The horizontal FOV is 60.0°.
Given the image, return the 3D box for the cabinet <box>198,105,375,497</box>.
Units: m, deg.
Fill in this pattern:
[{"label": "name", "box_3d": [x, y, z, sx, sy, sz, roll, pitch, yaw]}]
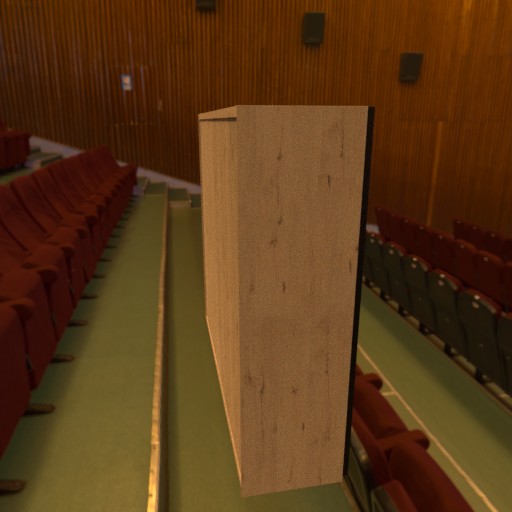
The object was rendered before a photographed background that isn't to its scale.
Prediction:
[{"label": "cabinet", "box_3d": [0.000, 0.000, 3.519, 0.660, 2.180, 2.500, -3, 17, -11]}]
